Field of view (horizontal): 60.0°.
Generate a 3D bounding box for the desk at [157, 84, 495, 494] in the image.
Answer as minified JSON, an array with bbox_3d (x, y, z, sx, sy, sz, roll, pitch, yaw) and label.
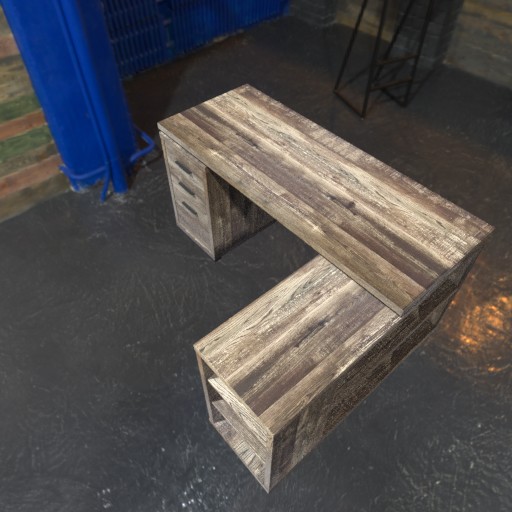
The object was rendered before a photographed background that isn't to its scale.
[{"bbox_3d":[0.000,0.000,2.167,1.200,0.753,1.524,-33,57,-26],"label":"desk"}]
